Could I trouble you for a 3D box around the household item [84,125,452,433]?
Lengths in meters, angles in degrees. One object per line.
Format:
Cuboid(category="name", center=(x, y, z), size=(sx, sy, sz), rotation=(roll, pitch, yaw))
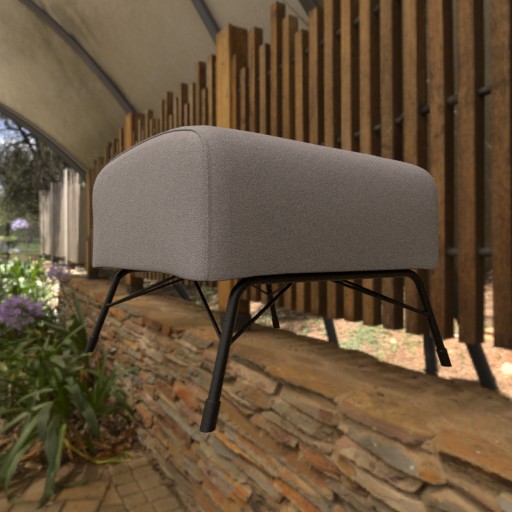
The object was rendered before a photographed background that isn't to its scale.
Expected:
Cuboid(category="household item", center=(0.000, 0.000, 0.886), size=(0.530, 0.410, 0.530), rotation=(0, 1, -36))
